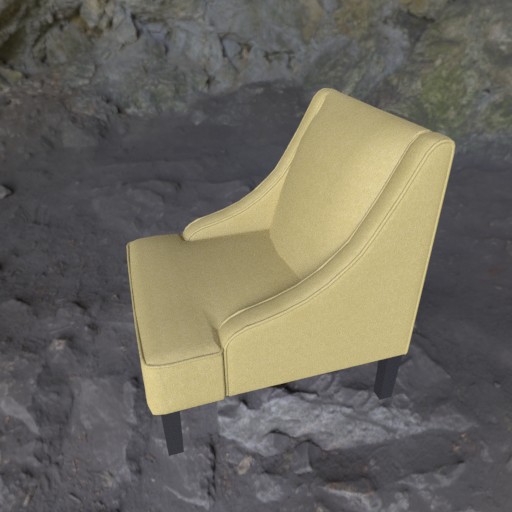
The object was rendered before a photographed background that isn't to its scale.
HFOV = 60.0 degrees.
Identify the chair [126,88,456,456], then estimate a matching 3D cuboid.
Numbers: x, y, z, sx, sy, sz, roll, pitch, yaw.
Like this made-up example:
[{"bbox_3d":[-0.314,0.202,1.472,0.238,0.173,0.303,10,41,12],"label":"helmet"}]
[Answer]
[{"bbox_3d":[0.000,0.000,1.451,0.814,0.896,0.696,-9,32,-15],"label":"chair"}]
